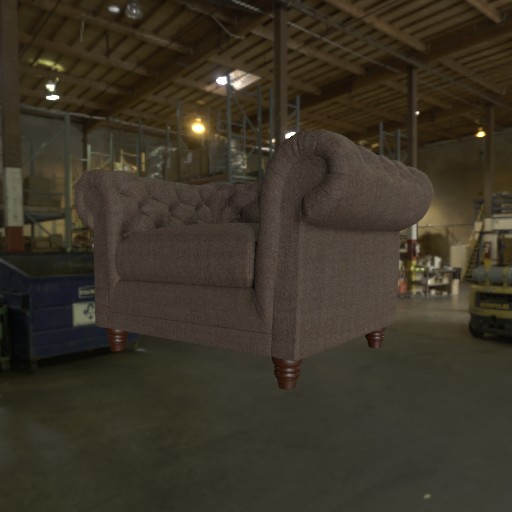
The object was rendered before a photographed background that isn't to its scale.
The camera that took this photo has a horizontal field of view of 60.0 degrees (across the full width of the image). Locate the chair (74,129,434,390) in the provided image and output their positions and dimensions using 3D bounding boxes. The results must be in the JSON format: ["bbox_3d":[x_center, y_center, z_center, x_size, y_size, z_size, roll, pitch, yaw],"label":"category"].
[{"bbox_3d":[0.000,0.000,1.903,1.298,0.780,0.945,1,1,37],"label":"chair"}]
